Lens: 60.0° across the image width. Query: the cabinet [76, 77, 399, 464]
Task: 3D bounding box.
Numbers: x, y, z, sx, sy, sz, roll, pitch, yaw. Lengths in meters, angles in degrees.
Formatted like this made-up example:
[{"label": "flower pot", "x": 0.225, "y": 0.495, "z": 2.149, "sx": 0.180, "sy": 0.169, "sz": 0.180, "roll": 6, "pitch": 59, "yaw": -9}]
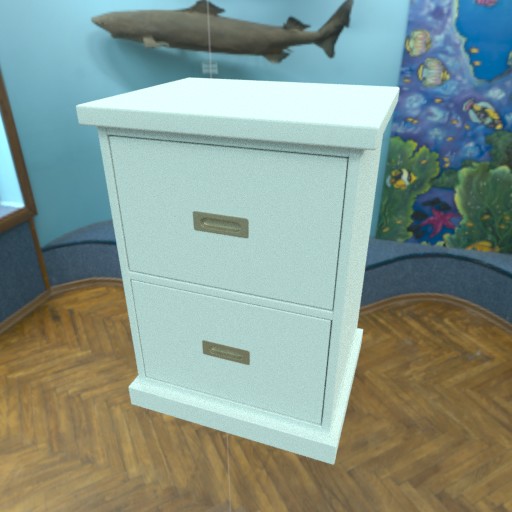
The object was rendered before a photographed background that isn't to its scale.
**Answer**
[{"label": "cabinet", "x": 0.000, "y": 0.000, "z": 1.048, "sx": 0.520, "sy": 0.723, "sz": 0.431, "roll": 10, "pitch": 30, "yaw": 17}]
